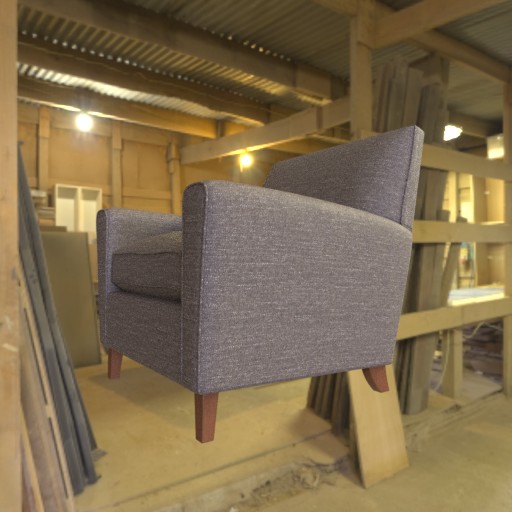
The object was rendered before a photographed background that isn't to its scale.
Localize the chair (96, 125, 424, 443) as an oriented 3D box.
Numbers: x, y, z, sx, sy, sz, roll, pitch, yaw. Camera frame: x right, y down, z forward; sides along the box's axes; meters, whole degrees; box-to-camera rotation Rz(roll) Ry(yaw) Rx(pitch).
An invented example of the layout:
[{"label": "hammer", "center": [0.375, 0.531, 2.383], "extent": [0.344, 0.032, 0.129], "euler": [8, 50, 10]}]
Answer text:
[{"label": "chair", "center": [0.000, 0.000, 1.566], "extent": [0.875, 0.885, 0.838], "euler": [0, 0, -36]}]
